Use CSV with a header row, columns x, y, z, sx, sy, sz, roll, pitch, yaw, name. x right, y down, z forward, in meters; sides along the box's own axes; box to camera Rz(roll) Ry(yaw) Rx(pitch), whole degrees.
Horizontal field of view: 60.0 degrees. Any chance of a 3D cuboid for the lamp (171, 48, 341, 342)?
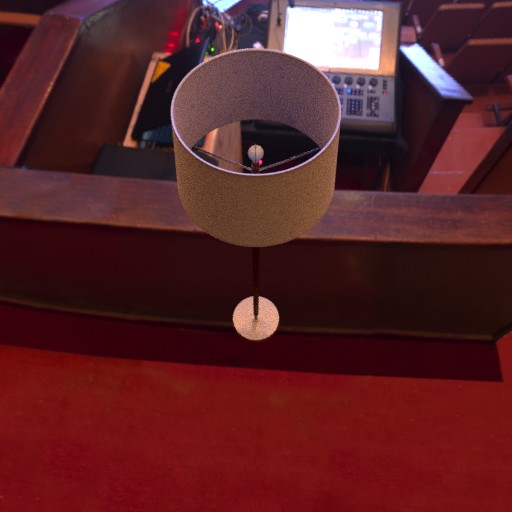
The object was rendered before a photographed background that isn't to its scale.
x,y,z,sx,sy,sz,roll,pitch,yaw,name
0.000,0.000,1.608,0.420,1.447,0.420,0,63,0,lamp
